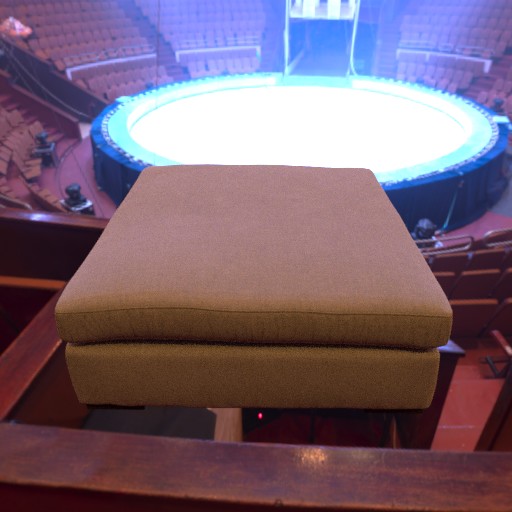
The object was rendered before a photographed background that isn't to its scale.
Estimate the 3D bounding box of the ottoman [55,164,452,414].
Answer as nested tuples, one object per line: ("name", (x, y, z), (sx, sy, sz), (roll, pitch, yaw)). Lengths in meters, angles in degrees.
("ottoman", (0.000, 0.000, 1.805), (1.171, 0.517, 1.203), (0, 32, 1))
